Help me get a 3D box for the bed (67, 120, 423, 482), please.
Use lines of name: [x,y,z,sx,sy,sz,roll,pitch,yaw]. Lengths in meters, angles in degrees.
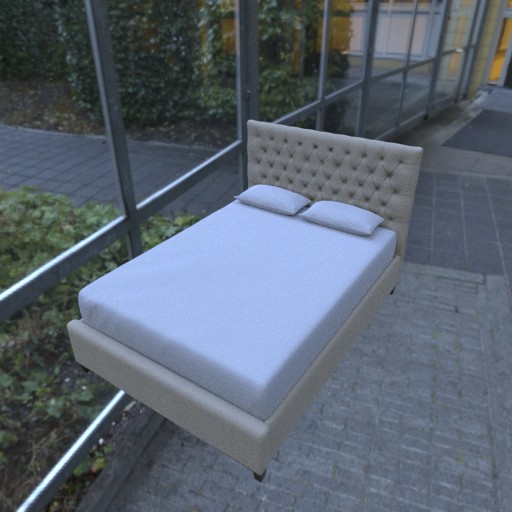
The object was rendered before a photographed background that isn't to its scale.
bed: [0.000,0.000,3.463,1.698,1.427,2.387,19,35,29]
